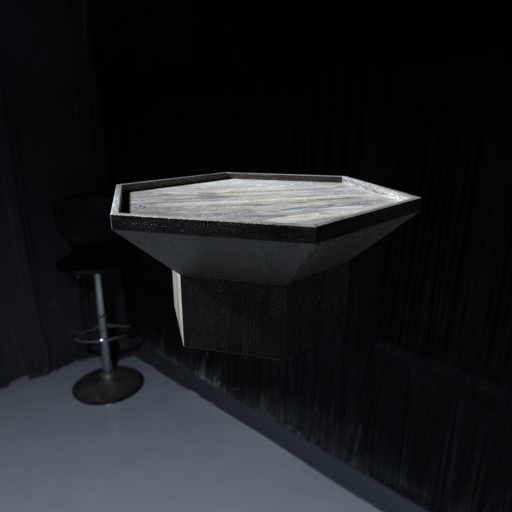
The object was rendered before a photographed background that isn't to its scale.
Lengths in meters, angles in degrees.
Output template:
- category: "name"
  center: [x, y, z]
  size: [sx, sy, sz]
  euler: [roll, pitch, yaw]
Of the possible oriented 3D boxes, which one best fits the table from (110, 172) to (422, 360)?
- category: "table"
  center: [0.000, 0.000, 1.649]
  size: [0.966, 0.488, 1.115]
  euler: [17, 24, 42]
